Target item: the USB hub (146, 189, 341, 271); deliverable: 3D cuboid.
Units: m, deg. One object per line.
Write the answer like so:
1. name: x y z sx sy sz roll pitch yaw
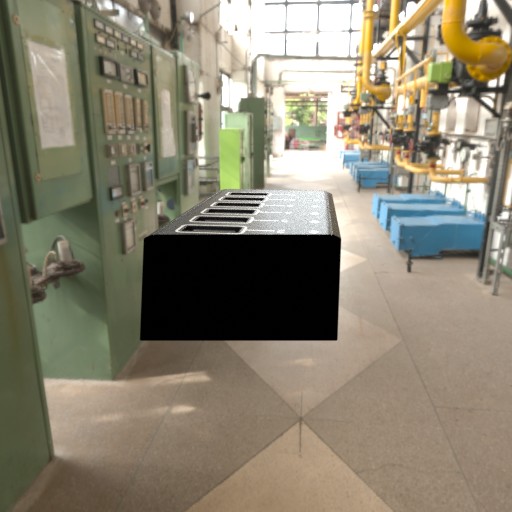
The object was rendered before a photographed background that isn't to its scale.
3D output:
1. USB hub: 0.000 0.000 0.125 0.044 0.023 0.110 2 16 7
